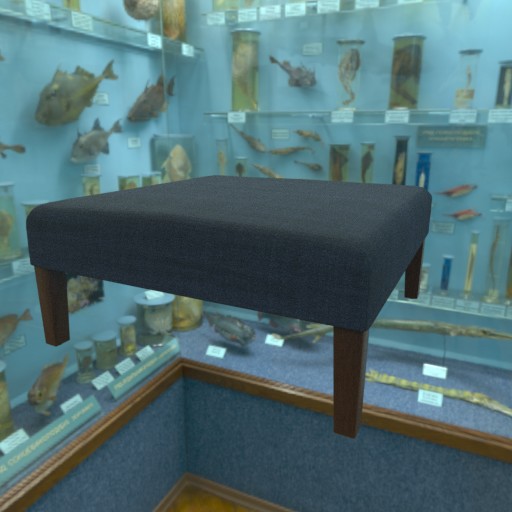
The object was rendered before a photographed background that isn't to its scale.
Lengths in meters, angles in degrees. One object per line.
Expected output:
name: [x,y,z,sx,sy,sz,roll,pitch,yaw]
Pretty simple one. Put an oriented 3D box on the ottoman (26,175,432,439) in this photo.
ottoman: [0.000,0.000,1.353,0.890,0.411,0.889,8,18,26]
